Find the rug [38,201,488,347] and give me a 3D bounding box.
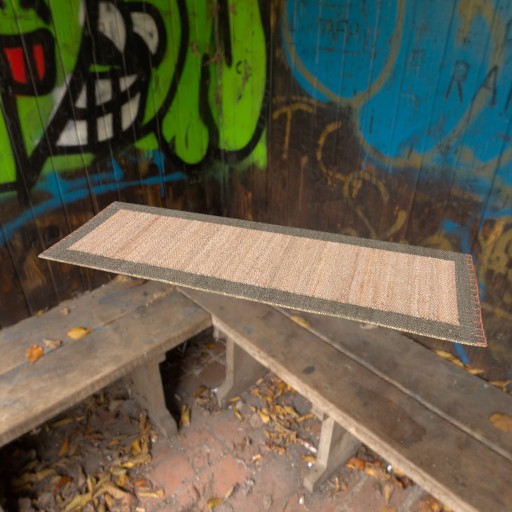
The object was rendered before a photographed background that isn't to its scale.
[{"bbox_3d":[0.000,0.000,2.590,2.413,0.016,0.810,10,33,15],"label":"rug"}]
